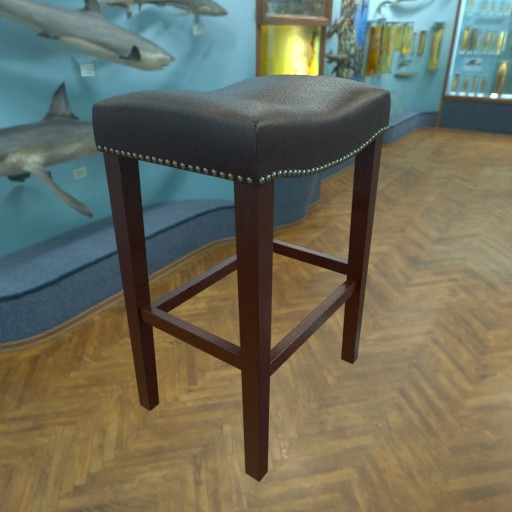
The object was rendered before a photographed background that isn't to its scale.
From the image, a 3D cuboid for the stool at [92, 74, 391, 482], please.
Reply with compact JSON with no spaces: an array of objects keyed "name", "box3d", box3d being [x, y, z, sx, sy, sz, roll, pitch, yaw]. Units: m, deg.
[{"name":"stool","box3d":[0.000,0.000,1.011,0.372,0.742,0.504,18,32,32]}]
